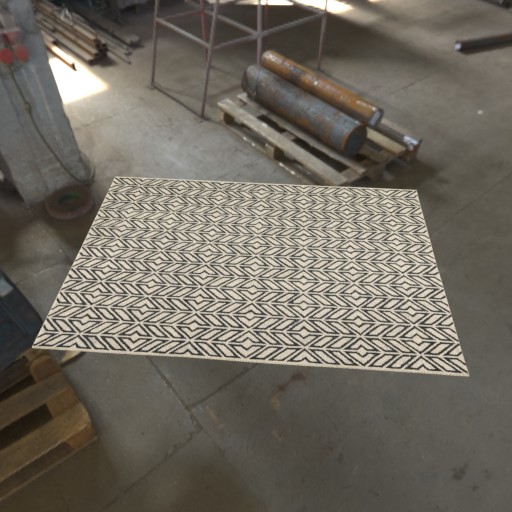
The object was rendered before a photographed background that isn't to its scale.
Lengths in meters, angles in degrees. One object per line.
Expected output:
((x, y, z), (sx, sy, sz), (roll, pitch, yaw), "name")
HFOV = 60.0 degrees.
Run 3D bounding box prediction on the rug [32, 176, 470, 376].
((0.000, 0.000, 2.265), (1.828, 0.007, 1.220), (3, 46, 3), "rug")
